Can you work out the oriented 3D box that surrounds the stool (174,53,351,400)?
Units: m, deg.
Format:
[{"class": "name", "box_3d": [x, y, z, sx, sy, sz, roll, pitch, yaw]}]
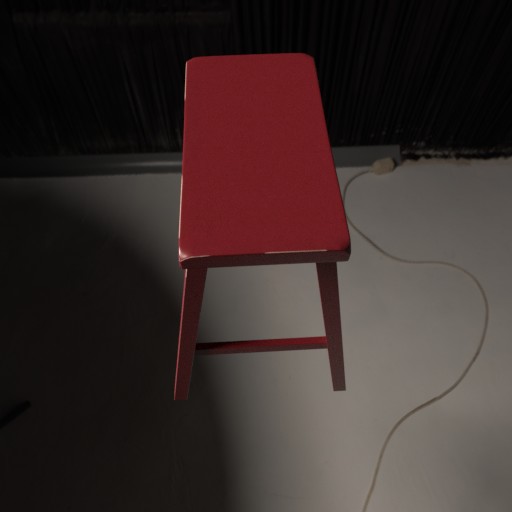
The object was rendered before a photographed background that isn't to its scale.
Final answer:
[{"class": "stool", "box_3d": [0.000, 0.000, 1.036, 0.476, 0.737, 0.457, -3, 58, -2]}]
